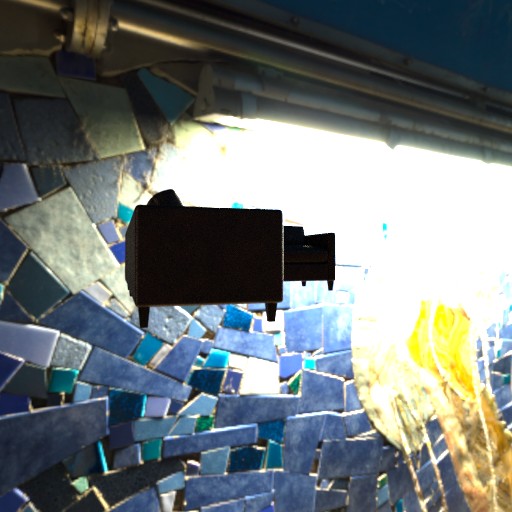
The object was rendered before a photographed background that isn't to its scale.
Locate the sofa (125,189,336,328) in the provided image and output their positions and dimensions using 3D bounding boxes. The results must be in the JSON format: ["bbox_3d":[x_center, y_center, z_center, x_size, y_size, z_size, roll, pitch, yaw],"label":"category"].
[{"bbox_3d":[0.000,0.000,4.361,2.438,0.836,3.152,0,0,-17],"label":"sofa"}]
